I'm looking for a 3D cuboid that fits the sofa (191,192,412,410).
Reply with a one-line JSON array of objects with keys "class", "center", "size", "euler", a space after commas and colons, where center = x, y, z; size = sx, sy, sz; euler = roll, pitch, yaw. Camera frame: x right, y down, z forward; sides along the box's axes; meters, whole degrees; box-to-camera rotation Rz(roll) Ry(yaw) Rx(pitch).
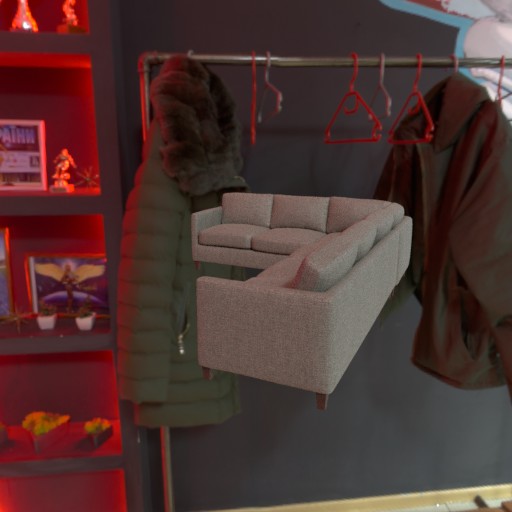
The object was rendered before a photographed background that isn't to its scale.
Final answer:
[{"class": "sofa", "center": [0.000, 0.000, 4.447], "size": [2.593, 0.947, 3.302], "euler": [7, 15, 25]}]
